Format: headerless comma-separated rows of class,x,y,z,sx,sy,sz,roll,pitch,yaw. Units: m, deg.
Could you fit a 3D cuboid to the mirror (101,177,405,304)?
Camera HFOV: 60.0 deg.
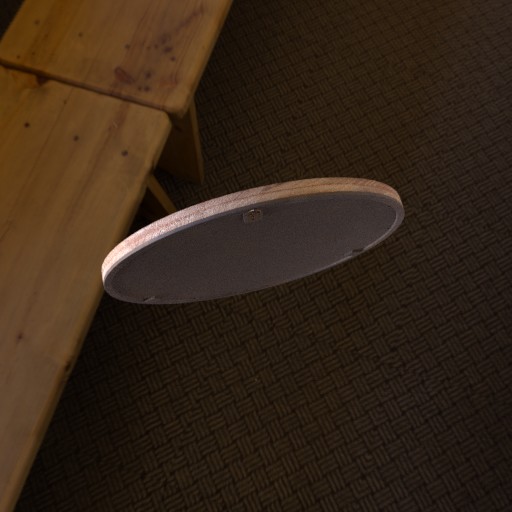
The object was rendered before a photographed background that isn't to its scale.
mirror,0.000,0.000,1.078,0.710,0.710,0.038,-13,75,-4
